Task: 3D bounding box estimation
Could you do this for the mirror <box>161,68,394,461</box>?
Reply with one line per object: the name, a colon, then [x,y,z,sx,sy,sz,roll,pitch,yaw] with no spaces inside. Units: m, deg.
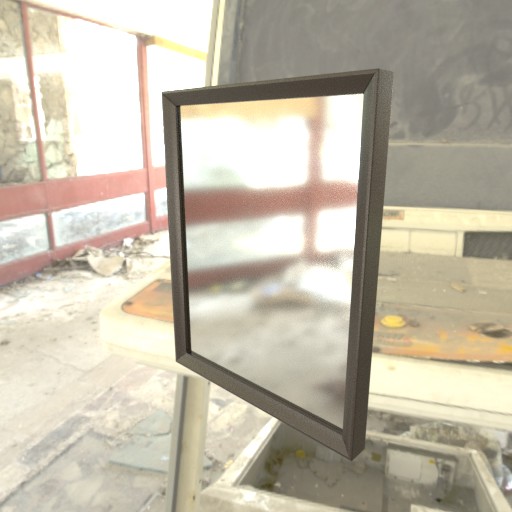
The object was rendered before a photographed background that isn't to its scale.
mirror: [0.000,0.000,0.697,0.406,0.509,0.041,14,21,42]
